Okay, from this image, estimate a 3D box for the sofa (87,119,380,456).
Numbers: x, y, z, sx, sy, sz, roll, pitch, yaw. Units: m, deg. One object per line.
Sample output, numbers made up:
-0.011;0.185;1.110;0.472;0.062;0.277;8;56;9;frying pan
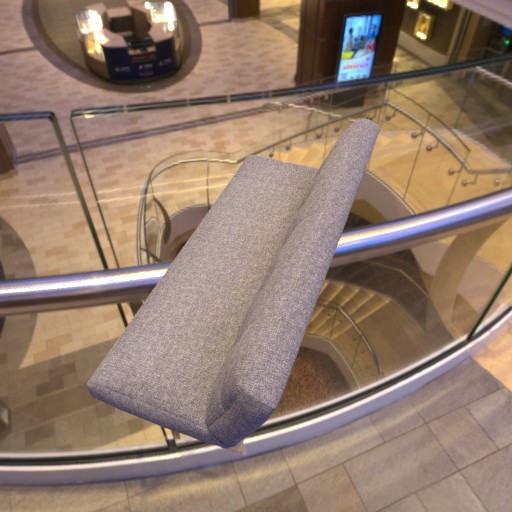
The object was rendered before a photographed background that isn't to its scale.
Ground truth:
0.000;0.000;2.262;0.820;0.770;1.820;16;48;14;sofa
